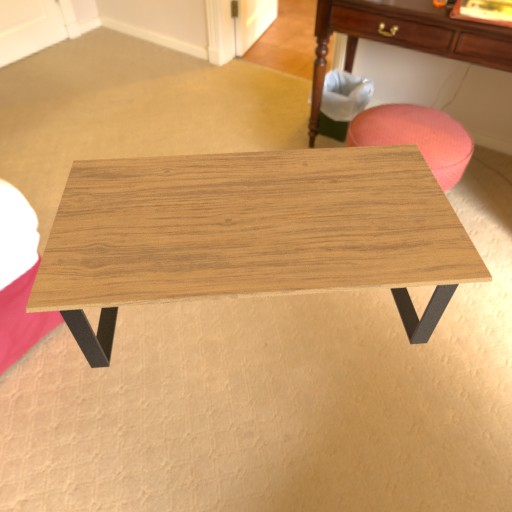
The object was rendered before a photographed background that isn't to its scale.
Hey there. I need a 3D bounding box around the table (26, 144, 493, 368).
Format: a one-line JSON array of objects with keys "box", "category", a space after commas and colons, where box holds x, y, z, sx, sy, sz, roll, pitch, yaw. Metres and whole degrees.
[{"box": [0.000, 0.000, 1.647, 1.331, 0.445, 0.693, -4, 48, -3], "category": "table"}]
